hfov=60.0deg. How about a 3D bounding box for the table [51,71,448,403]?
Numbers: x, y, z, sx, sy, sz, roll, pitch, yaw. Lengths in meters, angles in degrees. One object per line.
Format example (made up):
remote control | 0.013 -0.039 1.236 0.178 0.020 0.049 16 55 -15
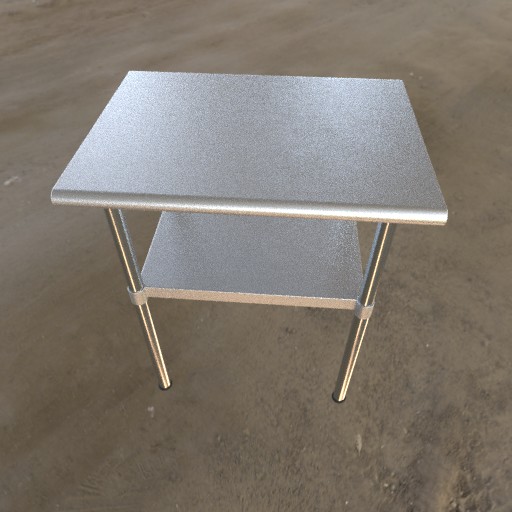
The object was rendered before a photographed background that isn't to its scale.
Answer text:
table | 0.000 0.000 1.355 0.762 0.876 0.584 3 46 3
